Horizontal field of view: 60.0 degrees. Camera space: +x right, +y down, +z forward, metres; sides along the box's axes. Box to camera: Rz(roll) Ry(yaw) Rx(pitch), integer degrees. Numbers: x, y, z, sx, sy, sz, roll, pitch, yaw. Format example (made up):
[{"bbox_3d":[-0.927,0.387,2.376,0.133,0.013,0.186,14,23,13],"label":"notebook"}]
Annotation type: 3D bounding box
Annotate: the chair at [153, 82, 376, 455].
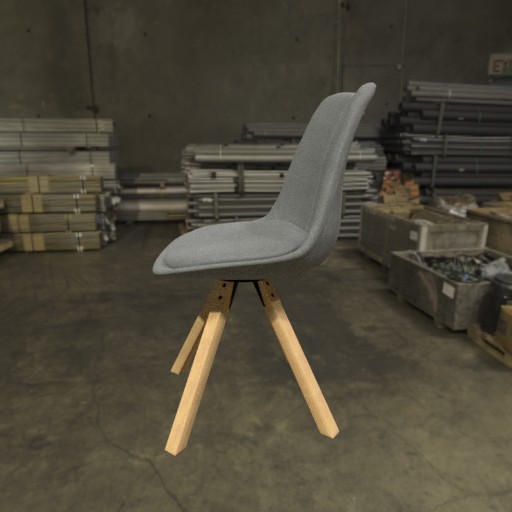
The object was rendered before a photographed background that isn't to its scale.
[{"bbox_3d":[0.000,0.000,1.202,0.549,0.863,0.474,-2,14,-8],"label":"chair"}]
